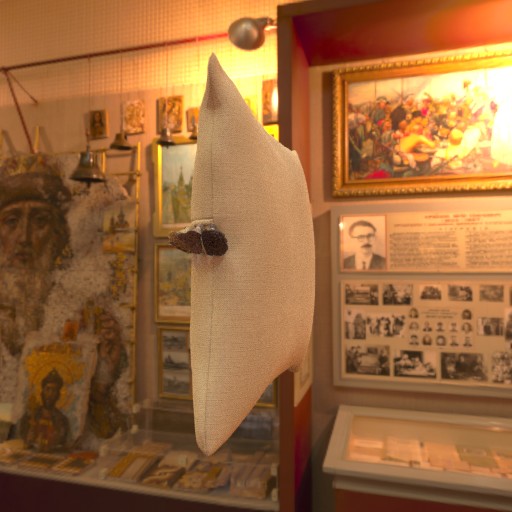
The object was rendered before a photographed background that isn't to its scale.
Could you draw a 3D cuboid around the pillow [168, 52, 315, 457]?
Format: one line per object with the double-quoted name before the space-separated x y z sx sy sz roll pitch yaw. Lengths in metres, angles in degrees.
"pillow" 0.000 0.000 0.746 0.165 0.481 0.489 -1 -2 18
